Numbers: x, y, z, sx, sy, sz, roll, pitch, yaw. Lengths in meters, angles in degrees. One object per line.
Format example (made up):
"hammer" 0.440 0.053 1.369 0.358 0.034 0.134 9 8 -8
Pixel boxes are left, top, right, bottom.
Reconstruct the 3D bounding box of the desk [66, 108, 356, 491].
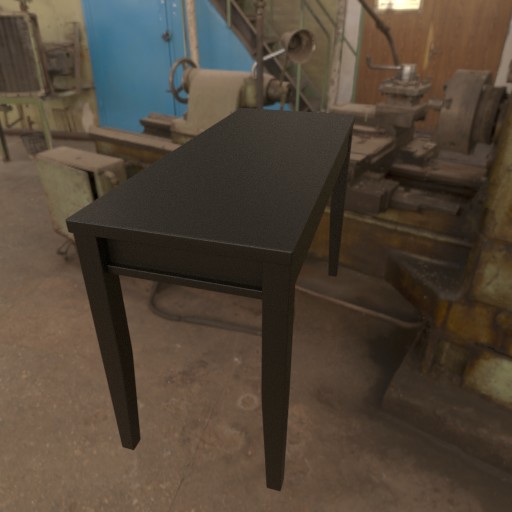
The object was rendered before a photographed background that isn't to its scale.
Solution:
"desk" 0.000 0.000 1.603 0.508 0.775 1.220 8 31 14
